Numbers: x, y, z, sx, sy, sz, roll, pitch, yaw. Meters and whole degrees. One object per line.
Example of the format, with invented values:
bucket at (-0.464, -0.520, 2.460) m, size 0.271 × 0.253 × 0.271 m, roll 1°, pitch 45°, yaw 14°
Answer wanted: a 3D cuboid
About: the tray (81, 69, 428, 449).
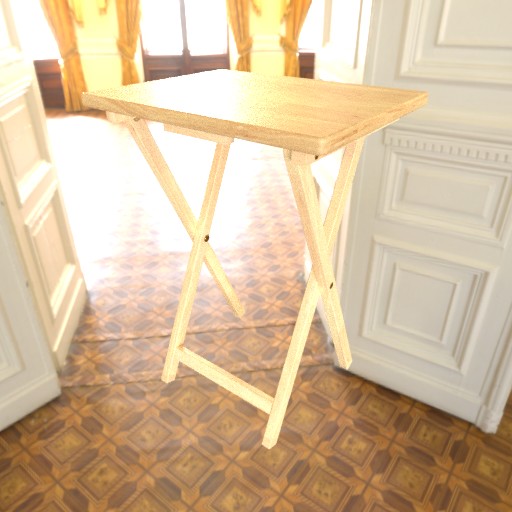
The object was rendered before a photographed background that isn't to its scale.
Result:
tray at (0.000, 0.000, 0.939) m, size 0.483 × 0.660 × 0.381 m, roll 21°, pitch 36°, yaw 31°
